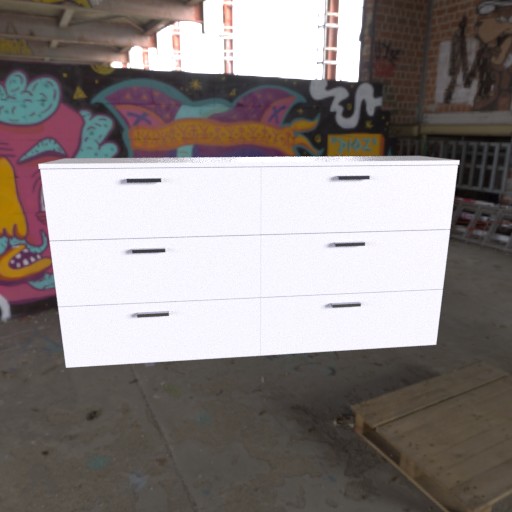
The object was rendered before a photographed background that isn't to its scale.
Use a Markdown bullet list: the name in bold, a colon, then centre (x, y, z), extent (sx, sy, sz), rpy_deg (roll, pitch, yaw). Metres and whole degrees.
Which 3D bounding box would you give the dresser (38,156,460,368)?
- **dresser**: centre (0.000, 0.000, 1.855), extent (1.535, 0.790, 0.333), rpy_deg (-2, 16, -7)
